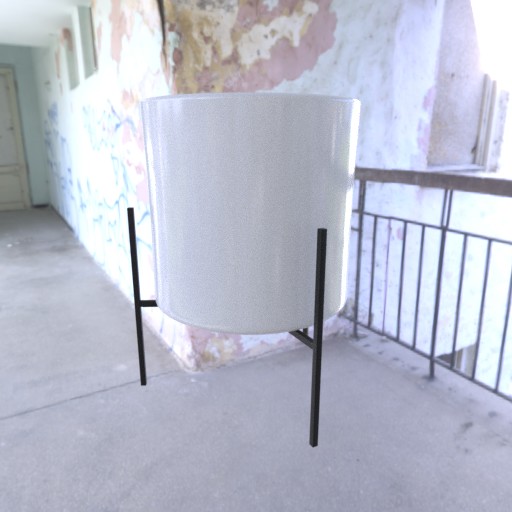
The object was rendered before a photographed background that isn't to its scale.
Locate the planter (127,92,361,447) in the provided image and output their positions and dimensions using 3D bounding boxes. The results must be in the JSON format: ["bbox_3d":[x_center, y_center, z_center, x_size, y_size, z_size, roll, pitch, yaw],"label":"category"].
[{"bbox_3d":[0.000,0.000,0.724,0.360,0.480,0.361,-8,18,-27],"label":"planter"}]
